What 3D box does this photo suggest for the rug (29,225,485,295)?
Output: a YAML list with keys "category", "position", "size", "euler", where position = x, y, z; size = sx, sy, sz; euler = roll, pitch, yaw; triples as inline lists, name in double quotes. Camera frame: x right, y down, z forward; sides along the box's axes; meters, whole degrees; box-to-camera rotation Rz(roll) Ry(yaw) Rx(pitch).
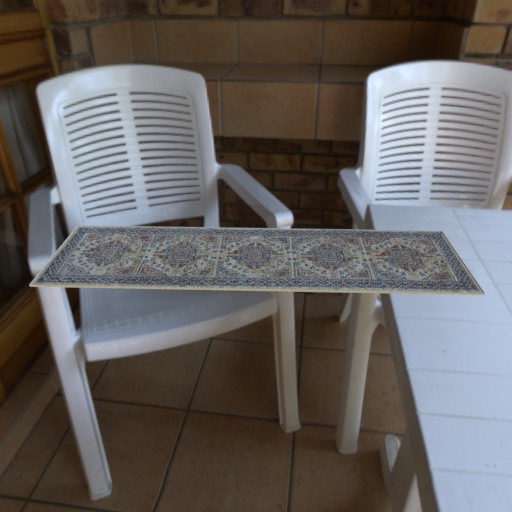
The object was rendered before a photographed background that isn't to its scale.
- category: "rug"
  position: [0.000, 0.000, 2.512]
  size: [2.297, 0.013, 0.661]
  euler: [1, 31, 2]
